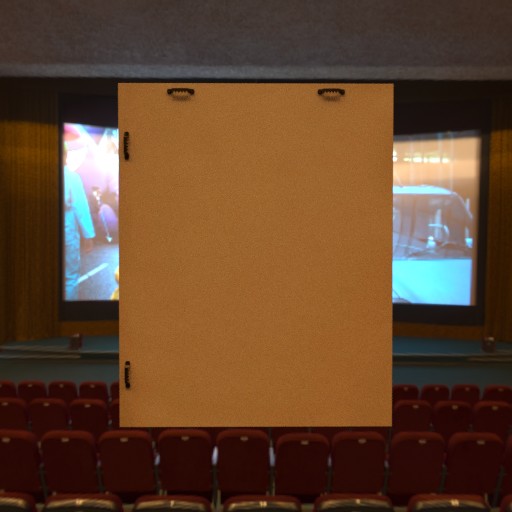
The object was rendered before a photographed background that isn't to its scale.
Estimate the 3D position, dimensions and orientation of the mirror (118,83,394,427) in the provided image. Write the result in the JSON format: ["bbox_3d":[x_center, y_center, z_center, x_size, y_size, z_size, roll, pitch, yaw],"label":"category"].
[{"bbox_3d":[0.000,0.000,0.670,0.405,0.508,0.041,0,1,0],"label":"mirror"}]
